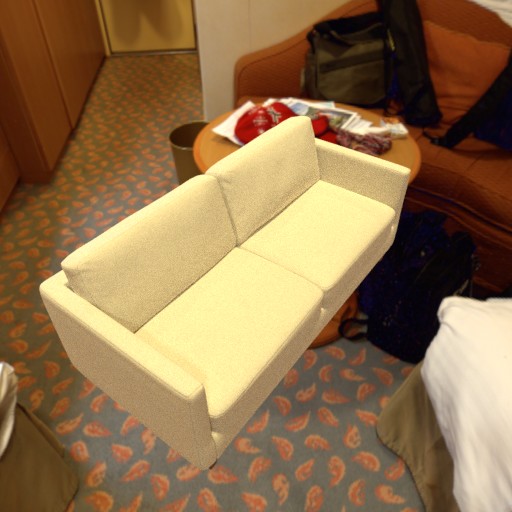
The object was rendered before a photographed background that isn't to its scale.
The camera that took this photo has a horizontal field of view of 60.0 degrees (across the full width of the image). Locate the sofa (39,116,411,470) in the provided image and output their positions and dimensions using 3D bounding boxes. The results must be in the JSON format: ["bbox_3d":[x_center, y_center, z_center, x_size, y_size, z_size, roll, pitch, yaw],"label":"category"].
[{"bbox_3d":[0.000,0.000,2.484,0.965,0.889,1.981,26,48,27],"label":"sofa"}]
